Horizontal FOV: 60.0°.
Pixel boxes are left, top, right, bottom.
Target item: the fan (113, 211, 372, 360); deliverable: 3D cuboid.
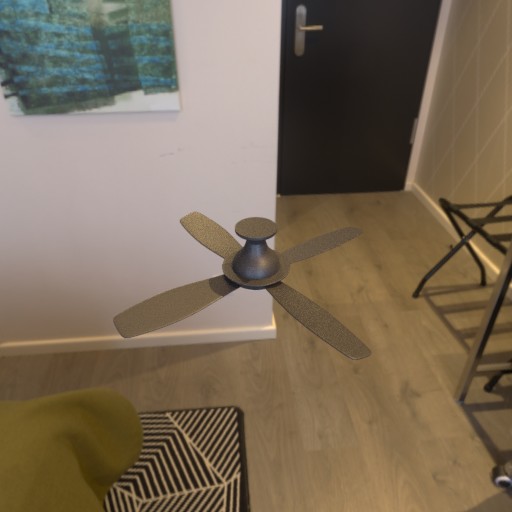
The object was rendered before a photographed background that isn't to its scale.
[{"bbox_3d":[0.000,0.000,2.543,1.694,0.382,1.694,-22,39,-29],"label":"fan"}]
